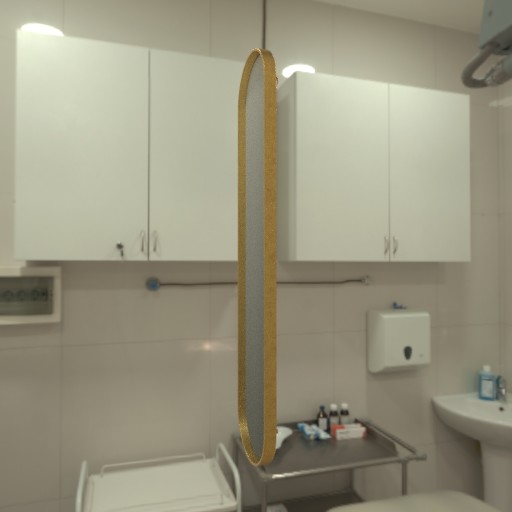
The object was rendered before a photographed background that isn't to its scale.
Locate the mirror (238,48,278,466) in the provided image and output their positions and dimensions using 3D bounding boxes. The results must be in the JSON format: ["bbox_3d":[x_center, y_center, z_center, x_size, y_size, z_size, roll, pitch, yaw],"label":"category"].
[{"bbox_3d":[0.000,0.000,1.079,0.032,0.991,0.222,0,-1,-18],"label":"mirror"}]
